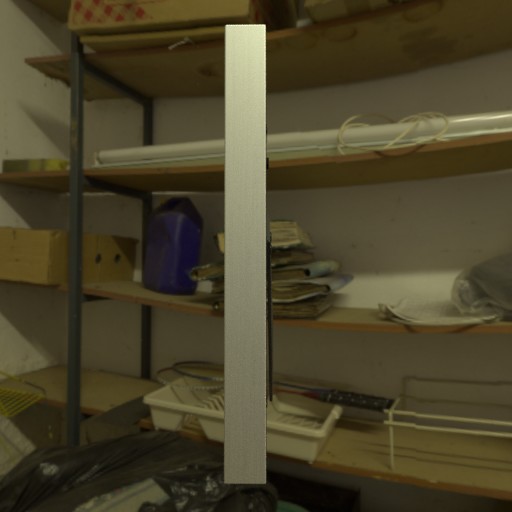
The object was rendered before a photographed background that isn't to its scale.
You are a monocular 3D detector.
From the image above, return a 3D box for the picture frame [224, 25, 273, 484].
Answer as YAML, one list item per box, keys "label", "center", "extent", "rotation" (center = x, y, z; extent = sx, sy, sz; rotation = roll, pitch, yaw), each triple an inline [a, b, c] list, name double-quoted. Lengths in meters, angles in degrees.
- label: "picture frame"
  center: [0.000, 0.000, 0.388]
  extent: [0.036, 0.282, 0.233]
  rotation: [0, -1, 1]
